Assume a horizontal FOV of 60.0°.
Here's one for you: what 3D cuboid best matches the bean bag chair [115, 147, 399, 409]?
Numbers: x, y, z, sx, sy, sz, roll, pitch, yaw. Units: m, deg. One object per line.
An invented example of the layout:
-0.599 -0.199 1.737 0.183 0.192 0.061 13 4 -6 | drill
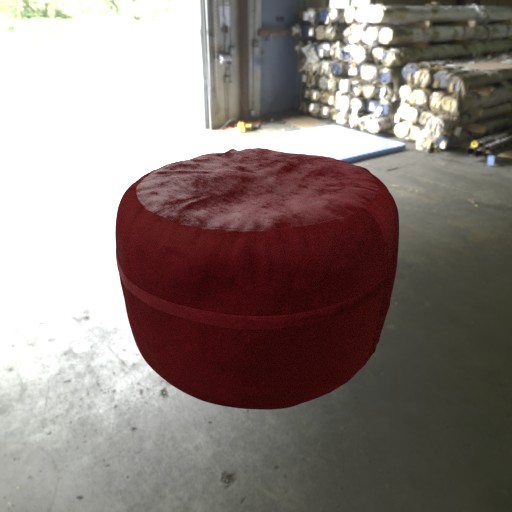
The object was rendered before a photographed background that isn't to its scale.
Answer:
0.000 0.000 2.019 1.219 0.762 1.219 0 29 0 | bean bag chair
